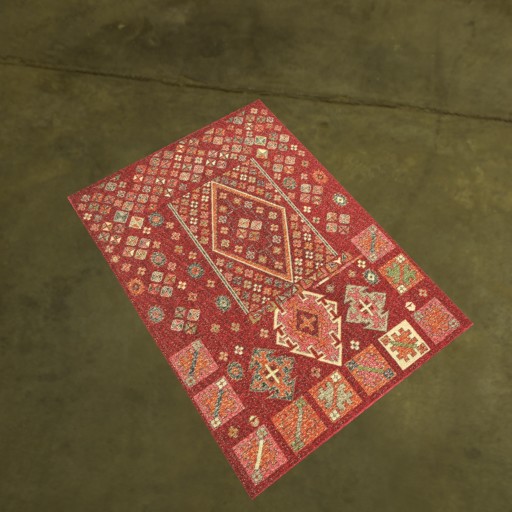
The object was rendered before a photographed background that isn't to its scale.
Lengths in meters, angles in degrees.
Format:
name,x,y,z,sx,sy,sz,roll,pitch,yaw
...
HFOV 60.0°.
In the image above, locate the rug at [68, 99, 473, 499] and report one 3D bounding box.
name,x,y,z,sx,sy,sz,roll,pitch,yaw
rug,0.000,0.000,2.788,1.579,0.007,2.184,-32,67,-15
